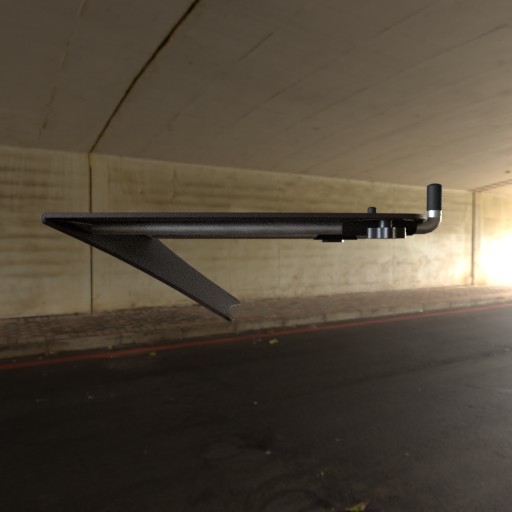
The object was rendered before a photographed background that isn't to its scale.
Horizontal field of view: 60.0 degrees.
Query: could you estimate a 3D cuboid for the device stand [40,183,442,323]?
[{"bbox_3d":[0.000,0.000,0.352,0.230,0.092,0.230,0,1,1],"label":"device stand"}]
